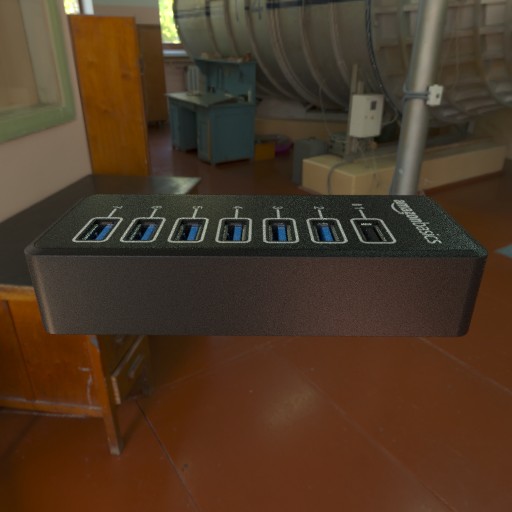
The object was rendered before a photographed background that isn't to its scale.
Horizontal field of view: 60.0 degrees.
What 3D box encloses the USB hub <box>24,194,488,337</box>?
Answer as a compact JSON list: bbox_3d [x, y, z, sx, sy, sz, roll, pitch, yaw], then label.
[{"bbox_3d":[0.000,0.000,0.126,0.110,0.023,0.044,0,26,1],"label":"USB hub"}]
